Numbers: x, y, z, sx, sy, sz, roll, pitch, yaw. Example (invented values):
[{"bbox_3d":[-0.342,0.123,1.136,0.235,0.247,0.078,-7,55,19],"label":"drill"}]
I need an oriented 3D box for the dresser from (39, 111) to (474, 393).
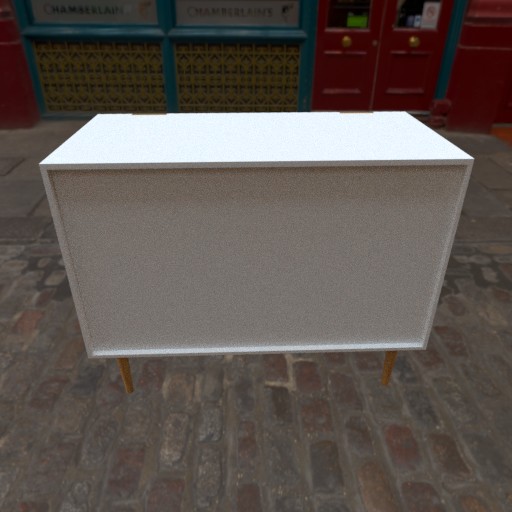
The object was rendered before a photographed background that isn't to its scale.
[{"bbox_3d":[0.000,0.000,1.299,0.905,0.721,0.457,-1,30,-2],"label":"dresser"}]
